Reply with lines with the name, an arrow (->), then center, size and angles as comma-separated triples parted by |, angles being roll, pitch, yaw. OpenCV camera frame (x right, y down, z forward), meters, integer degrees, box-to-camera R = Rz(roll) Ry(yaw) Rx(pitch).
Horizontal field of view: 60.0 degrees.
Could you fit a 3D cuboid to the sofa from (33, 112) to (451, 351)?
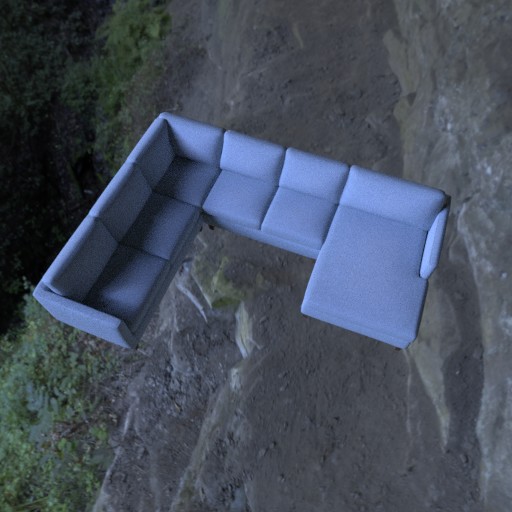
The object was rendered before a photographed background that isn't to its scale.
sofa -> 0.000, 0.000, 4.485 | 3.403, 0.889, 2.551 | 18, 61, 11
